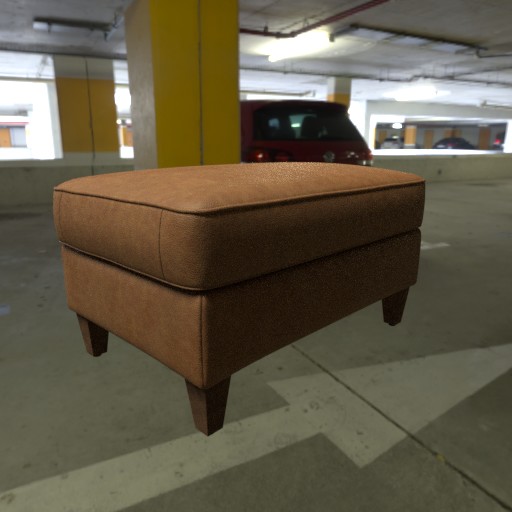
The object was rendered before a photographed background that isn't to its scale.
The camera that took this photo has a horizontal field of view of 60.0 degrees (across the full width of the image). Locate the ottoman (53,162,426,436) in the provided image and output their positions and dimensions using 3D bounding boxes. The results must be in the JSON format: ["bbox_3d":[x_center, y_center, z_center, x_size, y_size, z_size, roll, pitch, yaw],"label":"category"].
[{"bbox_3d":[0.000,0.000,1.192,0.584,0.483,0.864,14,20,43],"label":"ottoman"}]
